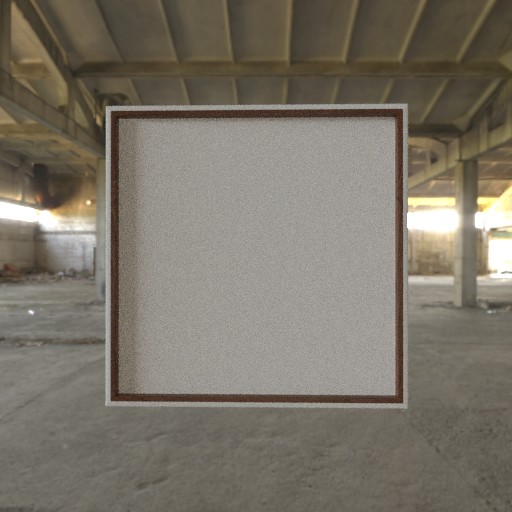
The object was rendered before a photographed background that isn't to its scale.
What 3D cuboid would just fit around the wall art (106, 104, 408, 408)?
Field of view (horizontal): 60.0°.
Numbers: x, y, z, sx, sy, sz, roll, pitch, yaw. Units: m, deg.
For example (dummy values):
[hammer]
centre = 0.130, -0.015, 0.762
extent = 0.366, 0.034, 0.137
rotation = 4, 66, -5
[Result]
[wall art]
centre = 0.000, 0.000, 1.125
extent = 0.757, 0.757, 0.037
rotation = 0, 0, 1
